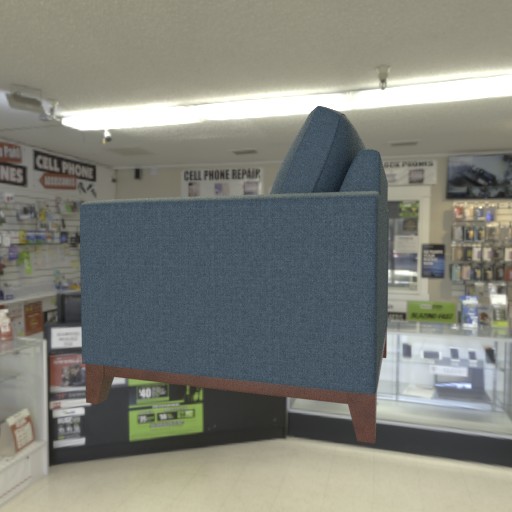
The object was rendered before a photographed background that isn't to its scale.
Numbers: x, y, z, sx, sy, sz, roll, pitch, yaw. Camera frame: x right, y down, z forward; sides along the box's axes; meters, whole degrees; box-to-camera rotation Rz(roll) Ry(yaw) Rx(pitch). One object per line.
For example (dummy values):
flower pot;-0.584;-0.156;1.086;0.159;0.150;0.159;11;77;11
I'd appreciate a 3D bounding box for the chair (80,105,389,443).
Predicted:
chair;0.000;0.000;1.861;1.038;1.010;1.024;1;3;18
